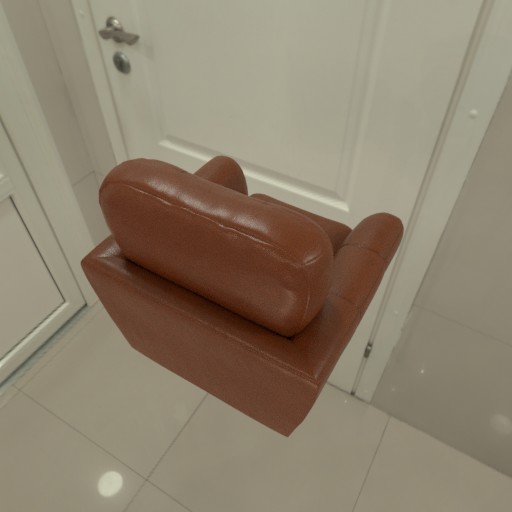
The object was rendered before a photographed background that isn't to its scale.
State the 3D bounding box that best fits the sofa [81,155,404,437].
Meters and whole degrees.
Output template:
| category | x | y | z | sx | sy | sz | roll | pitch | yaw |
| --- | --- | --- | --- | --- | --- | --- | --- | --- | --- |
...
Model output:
| category | x | y | z | sx | sy | sz | roll | pitch | yaw |
| --- | --- | --- | --- | --- | --- | --- | --- | --- | --- |
| sofa | 0.000 | 0.000 | 1.539 | 0.836 | 0.876 | 0.789 | 23 | 51 | 20 |
